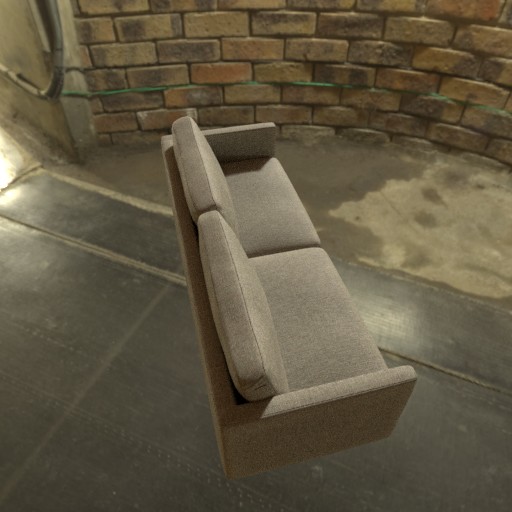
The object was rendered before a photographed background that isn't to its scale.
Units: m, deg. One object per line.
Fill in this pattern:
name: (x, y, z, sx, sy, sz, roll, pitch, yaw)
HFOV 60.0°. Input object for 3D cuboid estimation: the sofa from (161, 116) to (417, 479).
sofa: (0.000, 0.000, 2.913, 0.948, 0.951, 2.434, -10, 46, -10)
